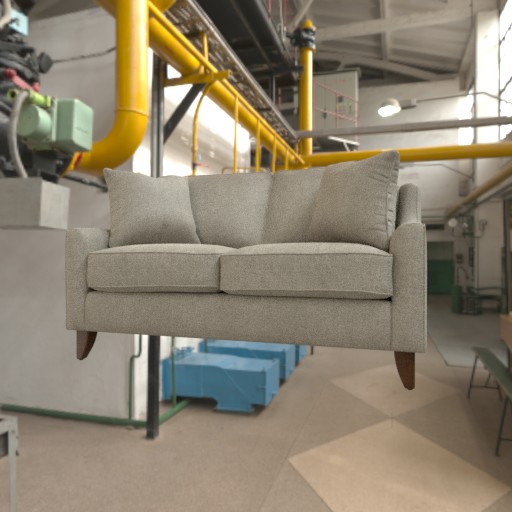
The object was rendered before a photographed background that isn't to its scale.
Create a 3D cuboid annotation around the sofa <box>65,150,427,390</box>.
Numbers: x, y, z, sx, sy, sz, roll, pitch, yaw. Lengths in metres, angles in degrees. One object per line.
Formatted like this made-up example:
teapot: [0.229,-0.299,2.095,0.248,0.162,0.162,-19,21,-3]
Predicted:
sofa: [0.000,0.000,1.991,1.422,0.863,0.915,0,0,18]
